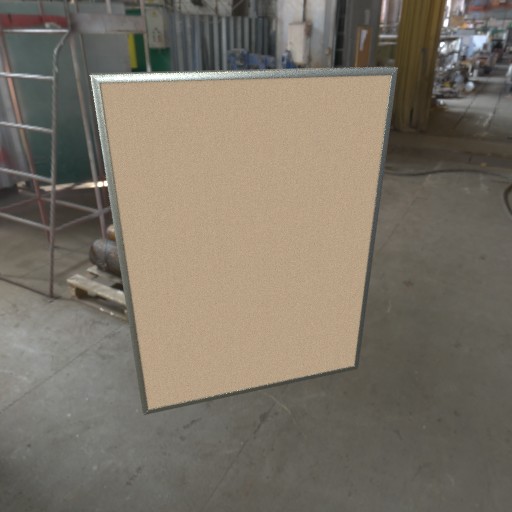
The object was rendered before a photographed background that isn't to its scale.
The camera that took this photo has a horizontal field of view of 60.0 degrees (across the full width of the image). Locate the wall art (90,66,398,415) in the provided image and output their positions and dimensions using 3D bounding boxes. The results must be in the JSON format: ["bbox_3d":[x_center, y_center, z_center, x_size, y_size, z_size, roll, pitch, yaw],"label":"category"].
[{"bbox_3d":[0.000,0.000,1.371,0.803,1.062,0.041,-8,28,-15],"label":"wall art"}]
